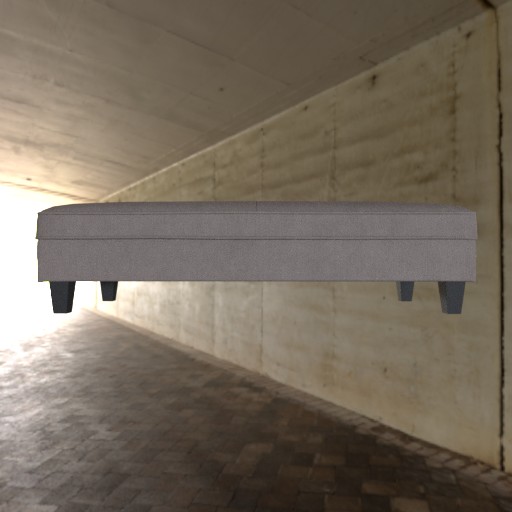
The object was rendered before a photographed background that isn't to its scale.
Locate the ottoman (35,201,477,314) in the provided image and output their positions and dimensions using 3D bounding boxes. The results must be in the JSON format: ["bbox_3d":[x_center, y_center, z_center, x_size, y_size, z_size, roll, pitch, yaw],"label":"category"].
[{"bbox_3d":[0.000,0.000,2.088,1.764,0.470,0.751,0,-1,0],"label":"ottoman"}]
